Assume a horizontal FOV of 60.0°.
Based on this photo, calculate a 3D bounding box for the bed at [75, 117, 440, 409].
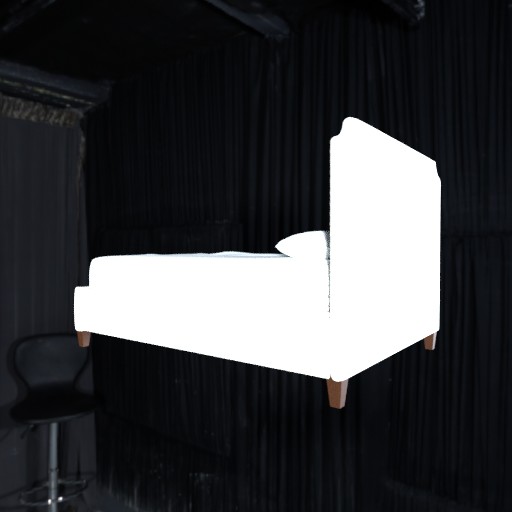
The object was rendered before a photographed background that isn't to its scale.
[{"bbox_3d":[0.000,0.000,3.471,2.365,1.443,1.712,1,1,37],"label":"bed"}]
